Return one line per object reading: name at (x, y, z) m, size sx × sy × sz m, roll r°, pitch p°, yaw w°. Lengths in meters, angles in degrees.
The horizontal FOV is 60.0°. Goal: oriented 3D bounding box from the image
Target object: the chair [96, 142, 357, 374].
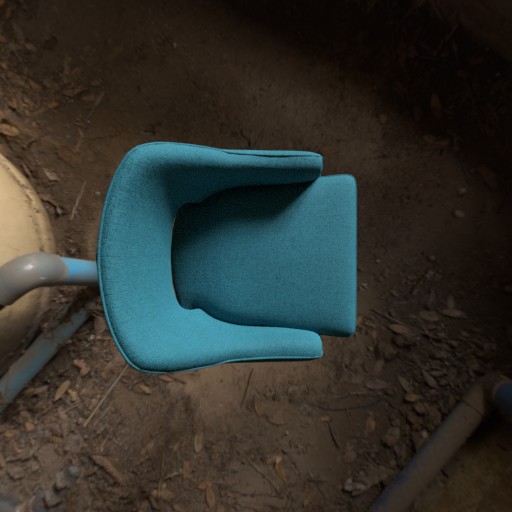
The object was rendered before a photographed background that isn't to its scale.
chair at (0.000, 0.000, 1.243) m, size 0.605 × 0.849 × 0.548 m, roll 0°, pitch 91°, yaw 1°
